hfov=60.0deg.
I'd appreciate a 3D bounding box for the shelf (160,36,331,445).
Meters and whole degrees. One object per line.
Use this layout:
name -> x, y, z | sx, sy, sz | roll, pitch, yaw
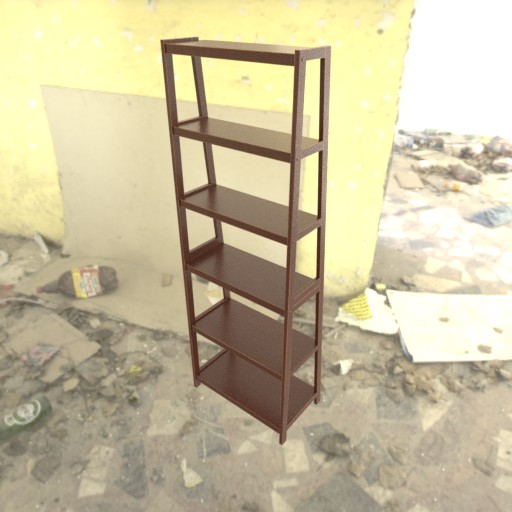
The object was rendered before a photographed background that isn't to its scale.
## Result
shelf -> 0.000, 0.000, 2.159 | 0.660, 1.892, 0.381 | 22, 37, 33
